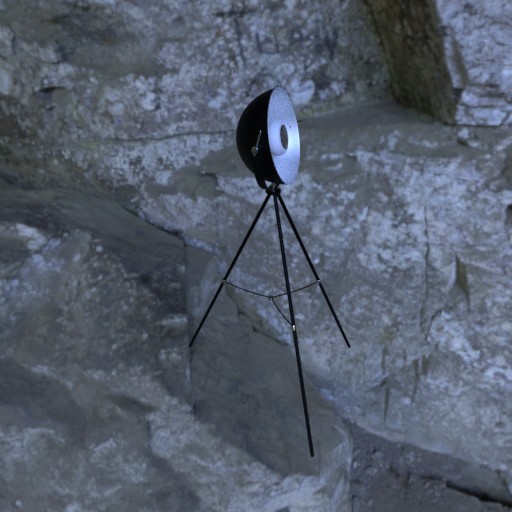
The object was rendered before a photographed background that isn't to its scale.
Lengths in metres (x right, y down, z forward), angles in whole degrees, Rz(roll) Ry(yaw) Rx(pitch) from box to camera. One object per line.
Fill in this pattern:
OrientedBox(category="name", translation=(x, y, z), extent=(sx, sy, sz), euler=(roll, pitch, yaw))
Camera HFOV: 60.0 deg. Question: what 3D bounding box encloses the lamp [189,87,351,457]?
OrientedBox(category="lamp", translation=(0.000, 0.000, 2.099), extent=(0.920, 1.512, 0.817), euler=(10, 31, 17))
